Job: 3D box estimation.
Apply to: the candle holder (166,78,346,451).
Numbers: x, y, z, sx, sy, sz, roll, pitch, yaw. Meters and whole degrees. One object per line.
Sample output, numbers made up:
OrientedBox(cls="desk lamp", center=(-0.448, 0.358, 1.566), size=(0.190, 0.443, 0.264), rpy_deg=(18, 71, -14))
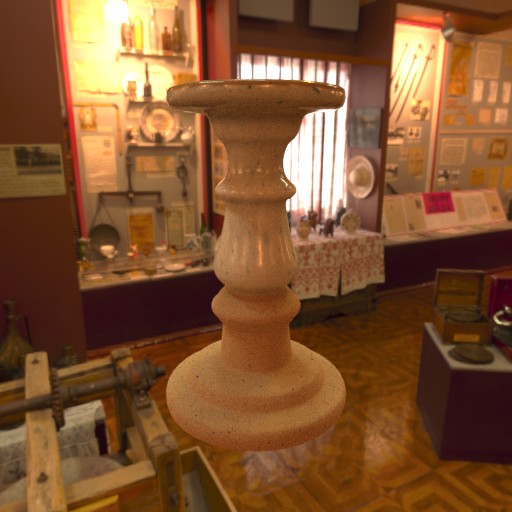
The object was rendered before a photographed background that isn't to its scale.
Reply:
OrientedBox(cls="candle holder", center=(0.000, 0.000, 0.285), size=(0.123, 0.202, 0.123), rpy_deg=(0, 15, 0))
